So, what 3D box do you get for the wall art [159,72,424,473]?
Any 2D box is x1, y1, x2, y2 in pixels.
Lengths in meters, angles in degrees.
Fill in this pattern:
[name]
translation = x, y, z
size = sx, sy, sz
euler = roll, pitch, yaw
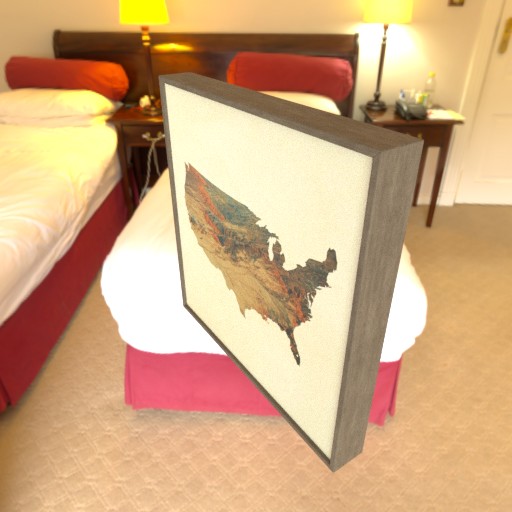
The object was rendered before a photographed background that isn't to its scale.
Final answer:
[wall art]
translation = 0.000, 0.000, 0.443
size = 0.038, 0.302, 0.303
euler = -20, 36, -29
